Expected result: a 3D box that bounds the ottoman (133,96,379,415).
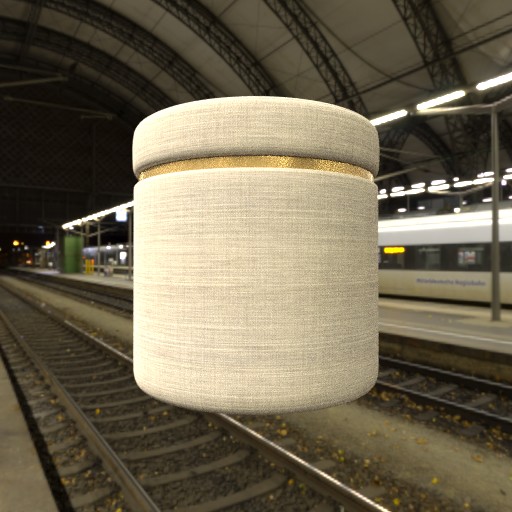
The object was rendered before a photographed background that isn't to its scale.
[{"bbox_3d":[0.000,0.000,0.745,0.400,0.406,0.400,0,0,0],"label":"ottoman"}]
